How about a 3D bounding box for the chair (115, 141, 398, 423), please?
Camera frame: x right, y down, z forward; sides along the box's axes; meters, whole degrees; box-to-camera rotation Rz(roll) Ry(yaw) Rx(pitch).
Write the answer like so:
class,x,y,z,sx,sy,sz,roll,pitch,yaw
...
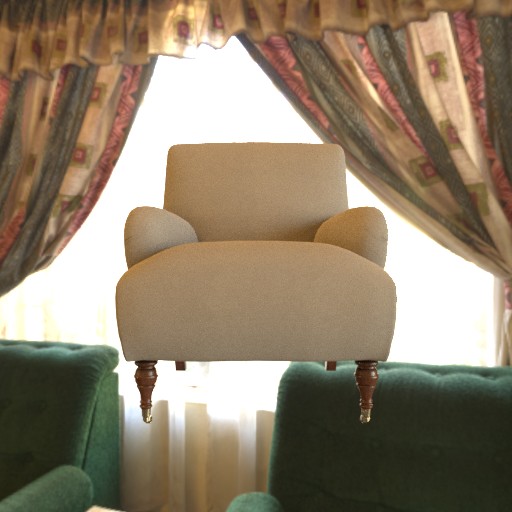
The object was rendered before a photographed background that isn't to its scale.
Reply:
class,x,y,z,sx,sy,sz,roll,pitch,yaw
chair,0.000,0.000,1.540,0.766,0.942,0.842,0,1,0
